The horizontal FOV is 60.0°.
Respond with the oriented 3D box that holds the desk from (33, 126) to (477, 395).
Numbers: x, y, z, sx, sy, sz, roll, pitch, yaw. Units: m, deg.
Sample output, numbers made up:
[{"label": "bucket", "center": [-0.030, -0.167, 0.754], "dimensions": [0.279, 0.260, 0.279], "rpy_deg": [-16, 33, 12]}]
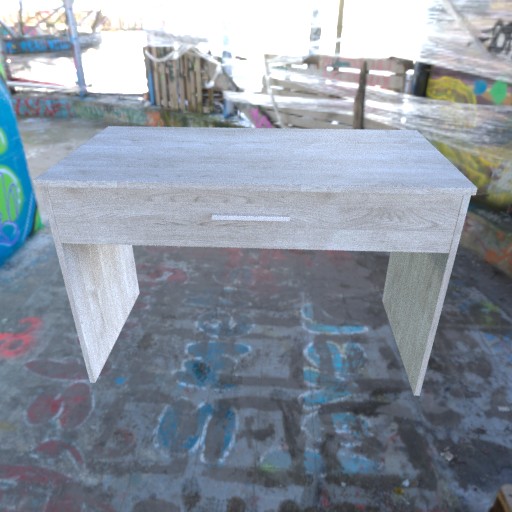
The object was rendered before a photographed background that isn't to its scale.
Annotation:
[{"label": "desk", "center": [0.000, 0.000, 1.518], "dimensions": [1.100, 0.730, 0.560], "rpy_deg": [1, 30, 3]}]
